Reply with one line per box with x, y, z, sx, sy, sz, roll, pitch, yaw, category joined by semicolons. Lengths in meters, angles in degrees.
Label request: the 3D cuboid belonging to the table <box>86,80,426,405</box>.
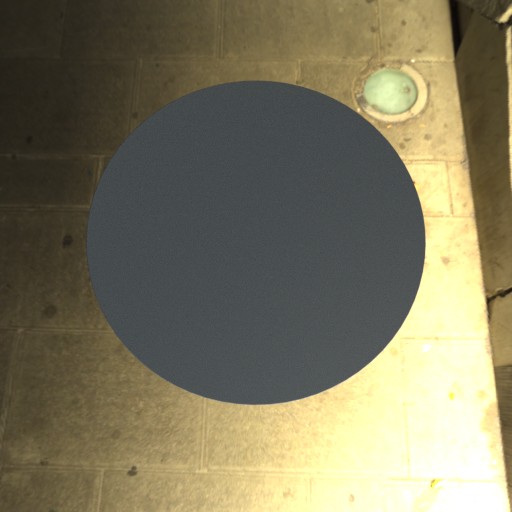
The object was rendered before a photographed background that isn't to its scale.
0.000;0.000;0.982;0.600;0.405;0.600;0;75;0;table
